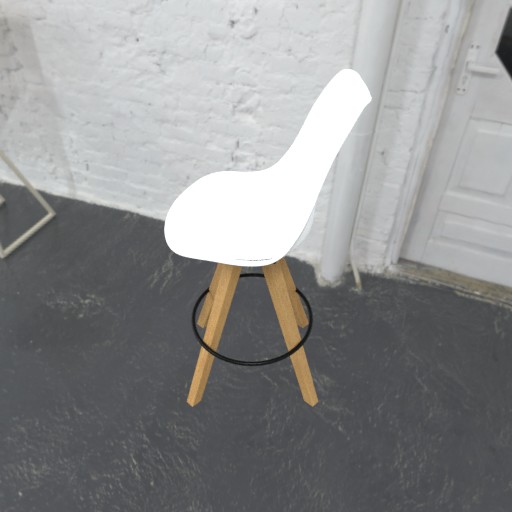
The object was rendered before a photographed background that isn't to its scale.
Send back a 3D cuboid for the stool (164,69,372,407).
[{"bbox_3d":[0.000,0.000,1.445,0.549,1.115,0.482,0,41,0],"label":"stool"}]
